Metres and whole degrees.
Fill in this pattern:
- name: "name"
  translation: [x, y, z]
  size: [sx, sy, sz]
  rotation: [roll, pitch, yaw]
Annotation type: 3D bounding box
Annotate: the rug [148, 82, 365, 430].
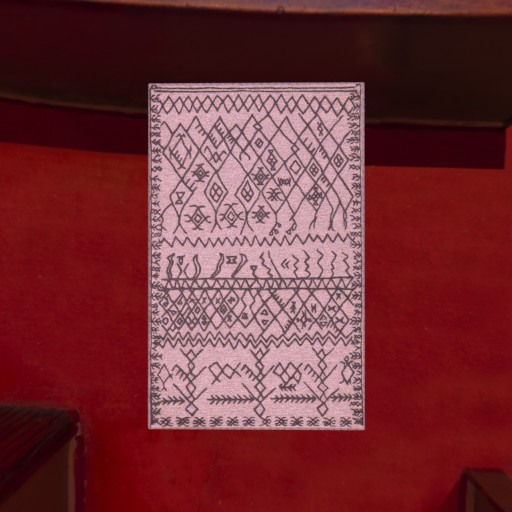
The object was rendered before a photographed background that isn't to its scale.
- name: "rug"
  translation: [0.000, 0.000, 3.129]
  size: [1.526, 0.012, 2.444]
  rotation: [0, 90, 1]
